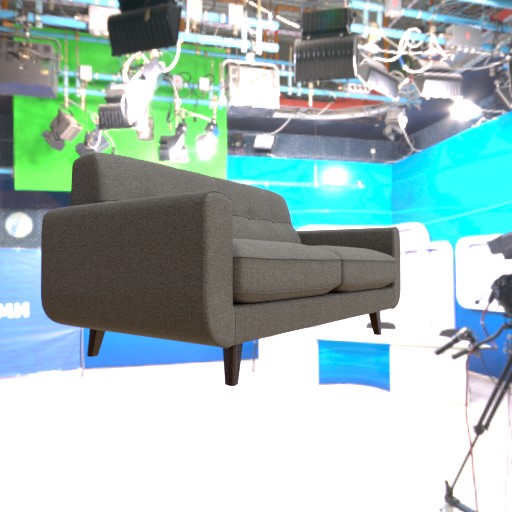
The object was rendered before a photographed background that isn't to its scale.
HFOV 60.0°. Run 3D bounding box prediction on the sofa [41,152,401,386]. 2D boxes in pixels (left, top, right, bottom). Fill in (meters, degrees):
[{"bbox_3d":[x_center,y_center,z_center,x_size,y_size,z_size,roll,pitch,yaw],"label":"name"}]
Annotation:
[{"bbox_3d":[0.000,0.000,2.121,0.909,0.841,1.631,-1,-1,36],"label":"sofa"}]
